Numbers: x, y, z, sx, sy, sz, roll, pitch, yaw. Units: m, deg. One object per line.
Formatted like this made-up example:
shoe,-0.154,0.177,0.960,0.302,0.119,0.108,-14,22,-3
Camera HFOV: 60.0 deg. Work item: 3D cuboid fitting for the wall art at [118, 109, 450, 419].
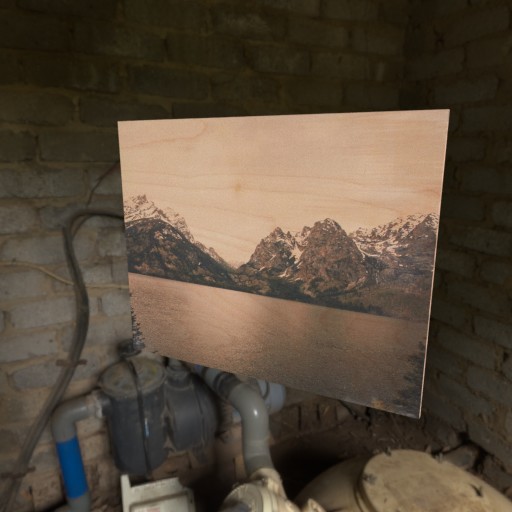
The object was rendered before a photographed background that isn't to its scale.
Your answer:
wall art,0.000,0.000,0.678,0.508,0.408,0.010,7,15,26
